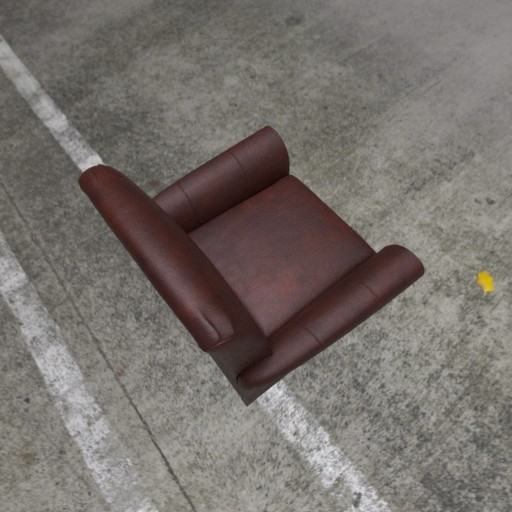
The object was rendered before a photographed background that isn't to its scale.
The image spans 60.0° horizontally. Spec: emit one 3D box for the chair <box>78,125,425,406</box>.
[{"bbox_3d":[0.000,0.000,1.805,0.902,1.061,0.978,-34,65,-18],"label":"chair"}]
